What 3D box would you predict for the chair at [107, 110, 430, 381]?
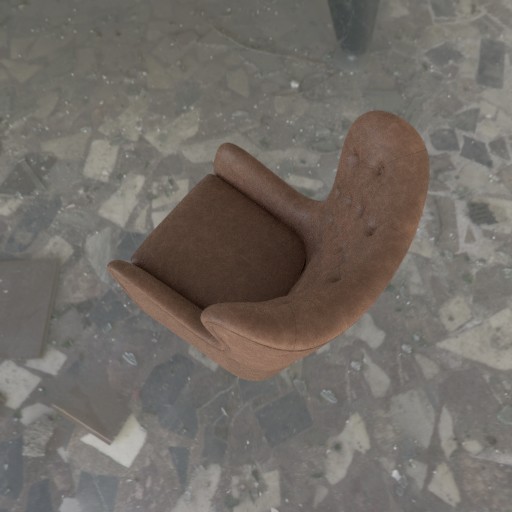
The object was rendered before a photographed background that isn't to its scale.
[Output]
[{"bbox_3d":[0.000,0.000,1.706,0.930,1.079,0.831,32,67,15],"label":"chair"}]
